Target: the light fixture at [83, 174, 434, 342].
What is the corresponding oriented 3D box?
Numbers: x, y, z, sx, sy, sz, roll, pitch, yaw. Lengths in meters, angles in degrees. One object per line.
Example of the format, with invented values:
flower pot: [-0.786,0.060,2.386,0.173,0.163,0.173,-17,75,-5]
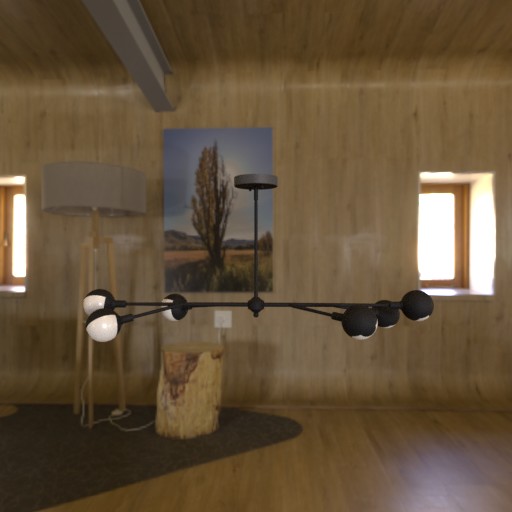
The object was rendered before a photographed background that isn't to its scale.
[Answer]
light fixture: [0.000,0.000,1.024,0.778,0.362,0.434,0,0,18]
